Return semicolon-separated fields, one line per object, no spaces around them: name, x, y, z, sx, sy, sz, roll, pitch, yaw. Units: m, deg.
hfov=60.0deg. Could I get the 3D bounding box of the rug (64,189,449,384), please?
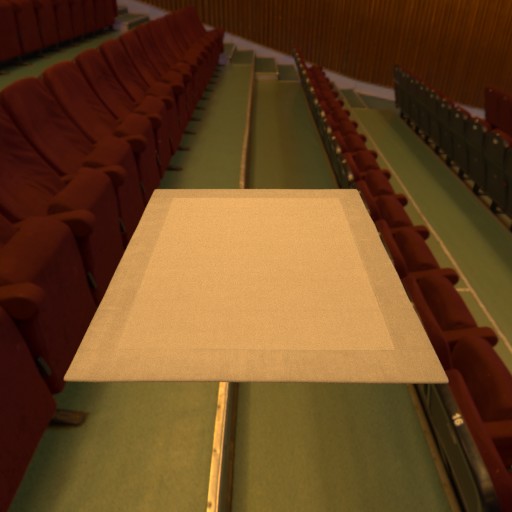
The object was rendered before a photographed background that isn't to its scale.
rug;0.000;0.000;4.030;2.430;0.018;2.976;0;32;0
